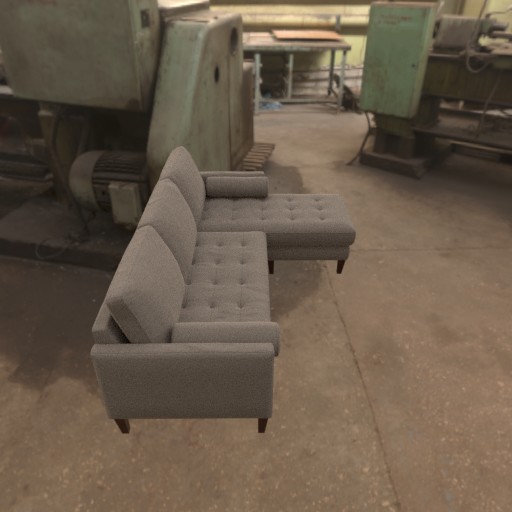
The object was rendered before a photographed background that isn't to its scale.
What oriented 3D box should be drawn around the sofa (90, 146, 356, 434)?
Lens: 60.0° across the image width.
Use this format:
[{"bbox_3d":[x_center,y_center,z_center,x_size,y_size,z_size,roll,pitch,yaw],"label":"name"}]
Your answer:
[{"bbox_3d":[0.000,0.000,2.979,1.506,0.875,2.178,0,33,0],"label":"sofa"}]
